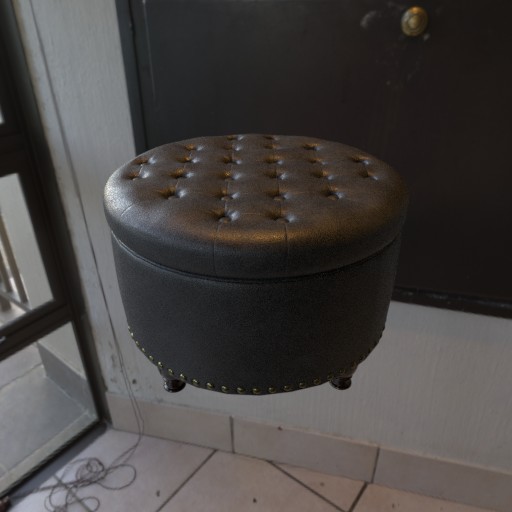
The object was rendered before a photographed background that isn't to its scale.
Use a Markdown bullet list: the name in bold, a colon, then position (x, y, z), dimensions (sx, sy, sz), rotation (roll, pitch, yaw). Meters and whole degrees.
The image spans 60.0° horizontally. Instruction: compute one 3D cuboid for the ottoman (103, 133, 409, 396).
- **ottoman**: position (0.000, 0.000, 1.051), dimensions (0.637, 0.442, 0.637), rotation (0, 30, 0)
